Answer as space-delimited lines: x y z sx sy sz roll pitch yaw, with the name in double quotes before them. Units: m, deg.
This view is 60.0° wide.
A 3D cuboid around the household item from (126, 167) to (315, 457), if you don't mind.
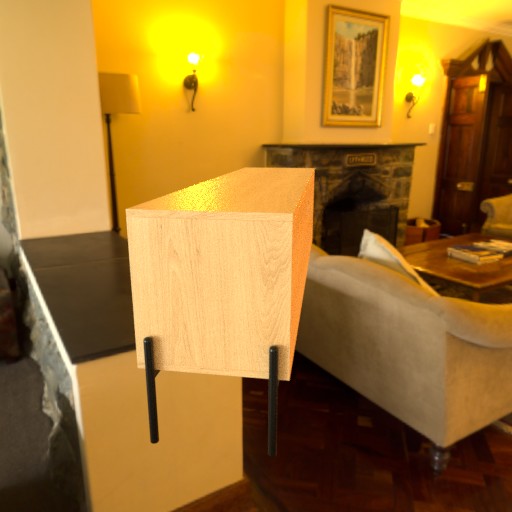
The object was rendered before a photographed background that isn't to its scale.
"household item" 0.000 0.000 1.775 0.400 0.600 1.550 2 15 9
